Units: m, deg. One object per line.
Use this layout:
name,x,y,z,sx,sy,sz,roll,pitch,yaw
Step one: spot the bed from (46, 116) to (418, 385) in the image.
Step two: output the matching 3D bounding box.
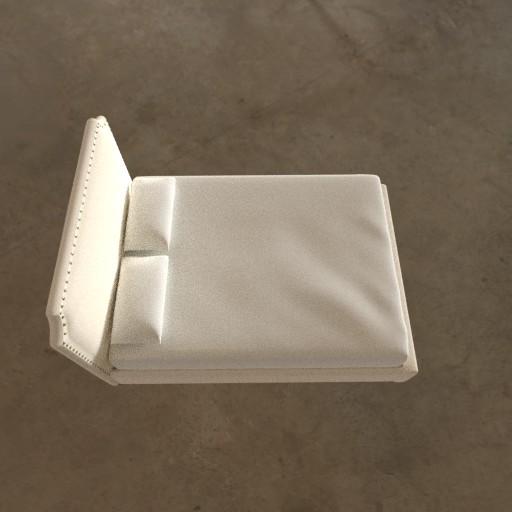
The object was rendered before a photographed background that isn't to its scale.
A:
bed,0.000,0.000,3.366,2.365,1.443,1.712,0,63,0
